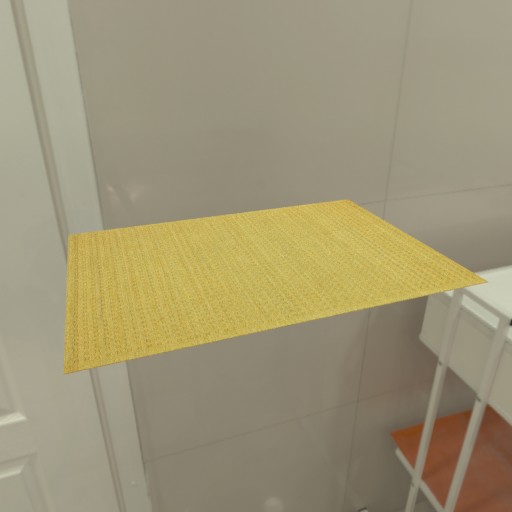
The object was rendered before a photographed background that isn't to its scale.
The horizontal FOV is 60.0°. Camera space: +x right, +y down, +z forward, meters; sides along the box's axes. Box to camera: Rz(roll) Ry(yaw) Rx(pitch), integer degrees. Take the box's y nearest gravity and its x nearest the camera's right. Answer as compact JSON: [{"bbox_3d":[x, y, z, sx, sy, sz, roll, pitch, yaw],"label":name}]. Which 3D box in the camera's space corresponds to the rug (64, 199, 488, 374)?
[{"bbox_3d":[0.000,0.000,3.631,2.895,0.006,1.981,-9,27,-18],"label":"rug"}]
